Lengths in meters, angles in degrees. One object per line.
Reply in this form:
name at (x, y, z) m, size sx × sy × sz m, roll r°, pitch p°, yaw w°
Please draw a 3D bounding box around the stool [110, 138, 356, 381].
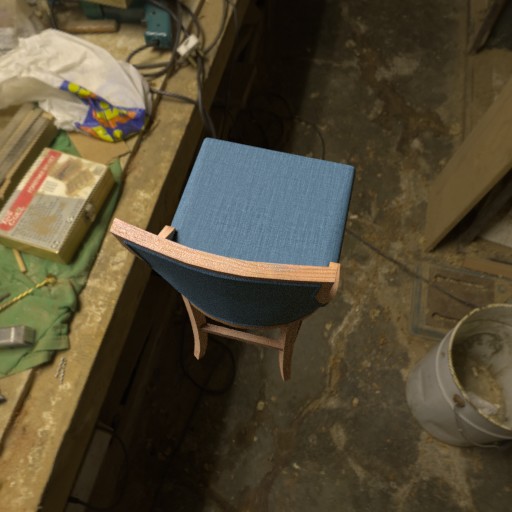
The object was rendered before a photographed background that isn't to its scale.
stool at (0.000, 0.000, 1.432) m, size 0.524 × 1.101 × 0.626 m, roll 13°, pitch 64°, yaw 6°
